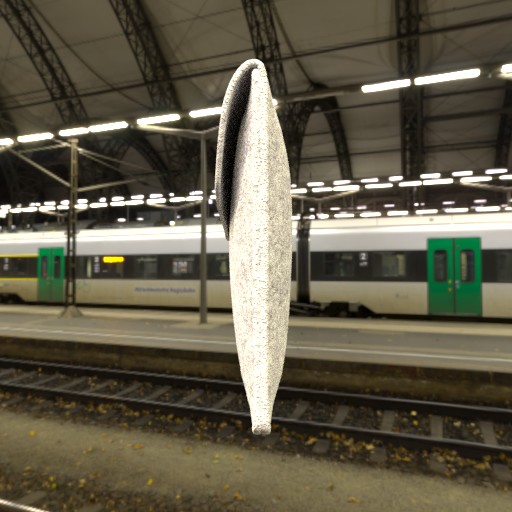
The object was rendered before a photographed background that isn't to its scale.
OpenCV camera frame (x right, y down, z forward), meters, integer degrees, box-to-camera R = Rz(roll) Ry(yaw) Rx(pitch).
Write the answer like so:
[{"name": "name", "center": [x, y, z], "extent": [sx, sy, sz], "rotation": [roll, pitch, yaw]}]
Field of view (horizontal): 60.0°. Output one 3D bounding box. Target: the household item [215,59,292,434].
[{"name": "household item", "center": [0.000, 0.000, 0.423], "extent": [0.057, 0.221, 0.335], "rotation": [0, -2, 0]}]
